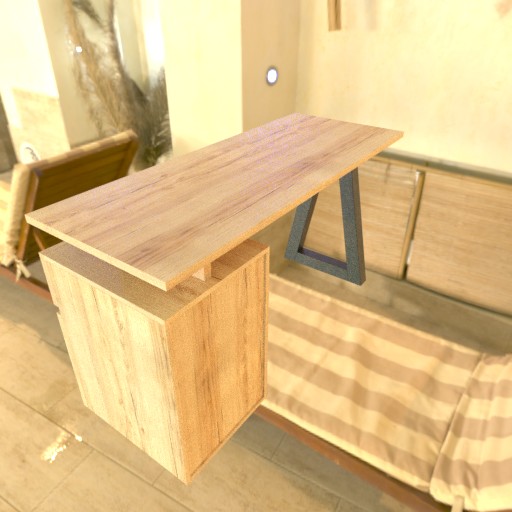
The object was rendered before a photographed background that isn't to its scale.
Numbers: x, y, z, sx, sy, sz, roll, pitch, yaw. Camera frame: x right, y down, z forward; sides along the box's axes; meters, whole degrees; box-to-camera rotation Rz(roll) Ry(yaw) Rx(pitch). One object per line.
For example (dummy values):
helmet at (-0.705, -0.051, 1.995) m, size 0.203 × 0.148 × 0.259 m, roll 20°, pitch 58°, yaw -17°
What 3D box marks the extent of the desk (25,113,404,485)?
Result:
desk at (0.000, 0.000, 1.759) m, size 0.550 × 0.760 × 1.400 m, roll 21°, pitch 37°, yaw 30°
